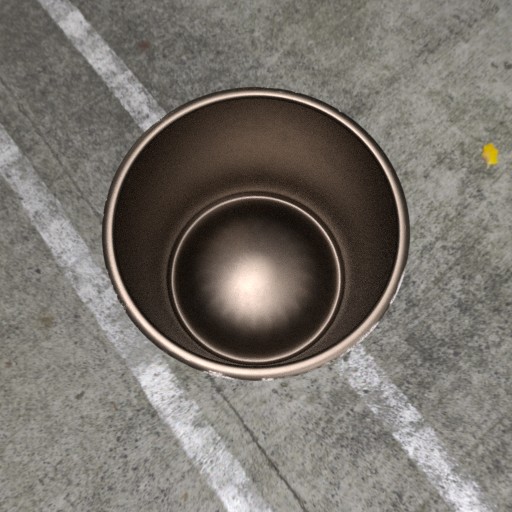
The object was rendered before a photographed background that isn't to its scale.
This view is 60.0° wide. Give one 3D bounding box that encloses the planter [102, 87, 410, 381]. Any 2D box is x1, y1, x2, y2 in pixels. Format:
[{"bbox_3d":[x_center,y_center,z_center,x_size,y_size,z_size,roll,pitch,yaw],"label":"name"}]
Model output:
[{"bbox_3d":[0.000,0.000,0.406,0.221,0.201,0.221,0,76,0],"label":"planter"}]
